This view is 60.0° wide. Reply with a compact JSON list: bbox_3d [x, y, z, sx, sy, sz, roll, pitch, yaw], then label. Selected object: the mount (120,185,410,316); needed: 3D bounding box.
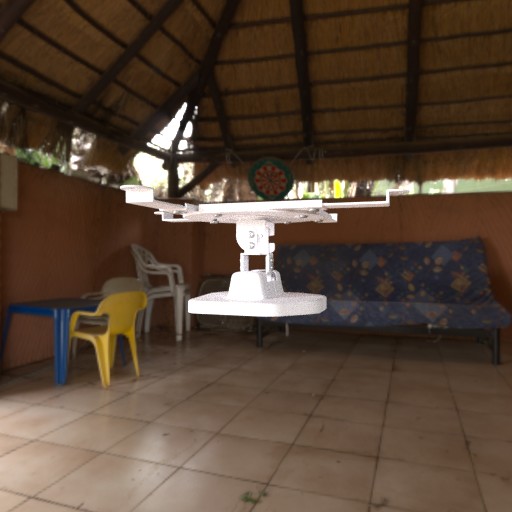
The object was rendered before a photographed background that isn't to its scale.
[{"bbox_3d":[0.000,0.000,0.604,0.394,0.141,0.394,0,0,18],"label":"mount"}]
